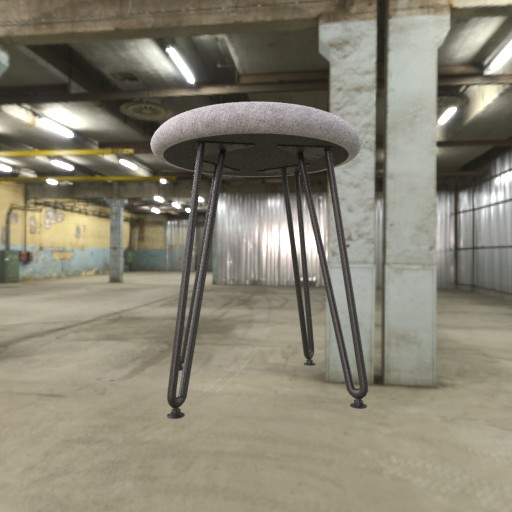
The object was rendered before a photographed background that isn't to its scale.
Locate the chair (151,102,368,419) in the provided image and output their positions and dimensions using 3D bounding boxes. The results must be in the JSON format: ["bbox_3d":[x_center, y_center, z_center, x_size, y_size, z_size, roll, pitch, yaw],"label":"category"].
[{"bbox_3d":[0.000,0.000,0.665,0.350,0.386,0.350,0,-1,36],"label":"chair"}]
